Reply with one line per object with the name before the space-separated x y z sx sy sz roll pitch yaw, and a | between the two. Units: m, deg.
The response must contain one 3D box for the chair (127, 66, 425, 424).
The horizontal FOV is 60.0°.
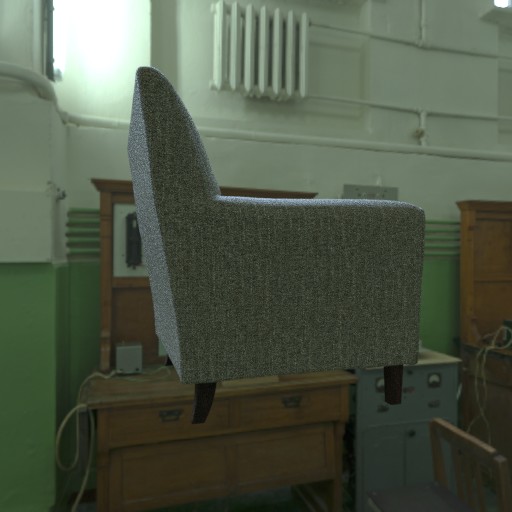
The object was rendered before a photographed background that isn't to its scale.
chair | 0.000 0.000 1.600 0.873 0.928 0.864 0 0 -18
